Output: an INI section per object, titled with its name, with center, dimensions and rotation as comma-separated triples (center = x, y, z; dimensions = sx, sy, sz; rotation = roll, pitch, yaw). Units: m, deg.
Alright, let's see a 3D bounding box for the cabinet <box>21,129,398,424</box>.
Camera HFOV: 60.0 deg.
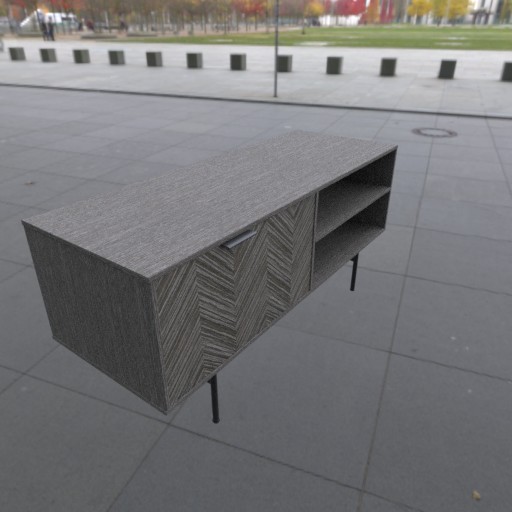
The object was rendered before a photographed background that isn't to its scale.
[cabinet]
center = 0.000, 0.000, 1.579
dimensions = 0.500, 0.599, 1.300
rotation = 19, 34, 32
